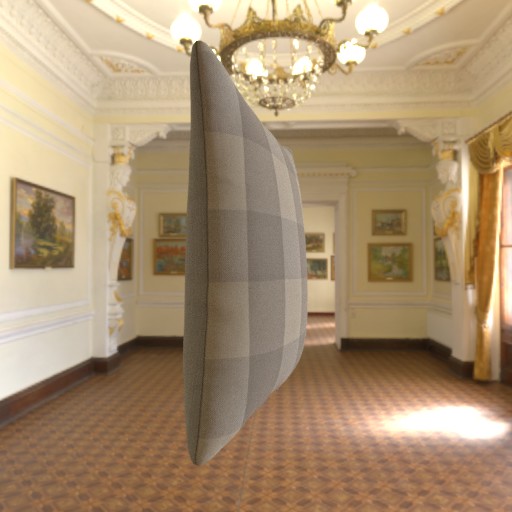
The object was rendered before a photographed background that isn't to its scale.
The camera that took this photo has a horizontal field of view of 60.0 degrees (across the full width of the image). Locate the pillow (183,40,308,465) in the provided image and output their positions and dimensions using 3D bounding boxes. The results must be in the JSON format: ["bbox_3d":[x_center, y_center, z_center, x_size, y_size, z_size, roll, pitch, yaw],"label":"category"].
[{"bbox_3d":[0.000,0.000,0.769,0.161,0.509,0.511,0,-2,16],"label":"pillow"}]
